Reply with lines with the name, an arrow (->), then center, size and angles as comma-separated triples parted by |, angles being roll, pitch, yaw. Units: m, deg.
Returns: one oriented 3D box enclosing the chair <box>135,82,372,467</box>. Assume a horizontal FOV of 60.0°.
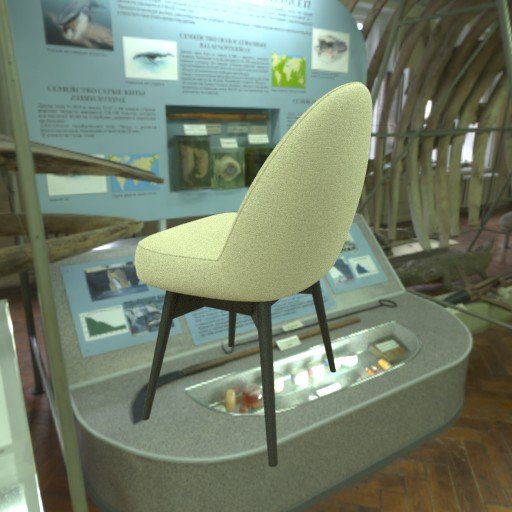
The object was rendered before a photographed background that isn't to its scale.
chair -> 0.000, 0.000, 1.173 | 0.540, 0.838, 0.532 | 8, 18, 26
